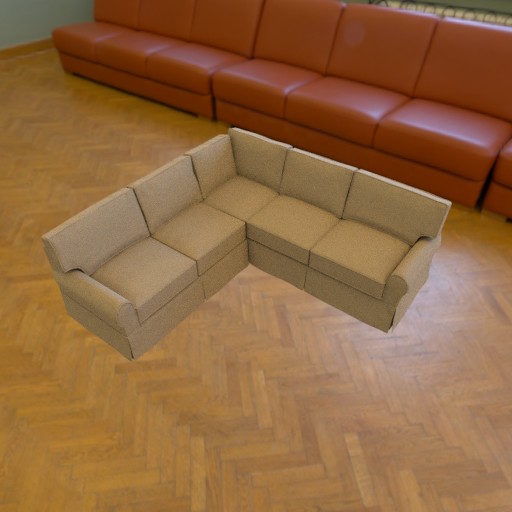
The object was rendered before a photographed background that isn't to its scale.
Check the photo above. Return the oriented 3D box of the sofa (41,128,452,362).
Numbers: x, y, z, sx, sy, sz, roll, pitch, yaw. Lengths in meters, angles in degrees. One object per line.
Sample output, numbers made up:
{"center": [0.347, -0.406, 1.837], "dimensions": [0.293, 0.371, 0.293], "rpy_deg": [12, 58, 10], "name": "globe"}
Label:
{"center": [0.000, 0.000, 4.270], "dimensions": [2.733, 1.124, 2.730], "rpy_deg": [26, 47, 27], "name": "sofa"}
